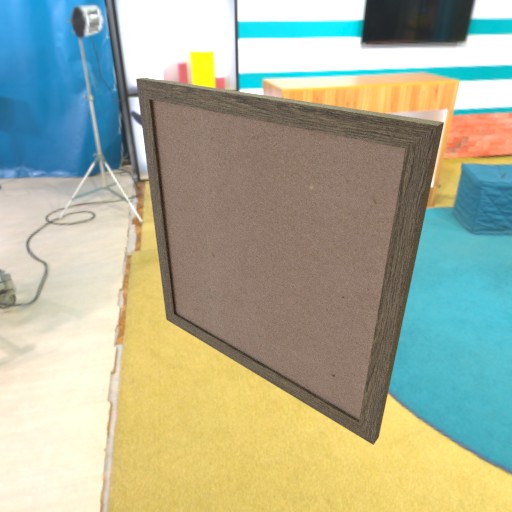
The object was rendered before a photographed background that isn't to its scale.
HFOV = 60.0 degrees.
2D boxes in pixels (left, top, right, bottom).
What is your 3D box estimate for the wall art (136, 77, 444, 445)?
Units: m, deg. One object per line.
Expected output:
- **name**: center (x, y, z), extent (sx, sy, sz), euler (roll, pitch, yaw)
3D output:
- **wall art**: center (0.000, 0.000, 0.735), extent (0.508, 0.508, 0.019), euler (22, 37, 34)
